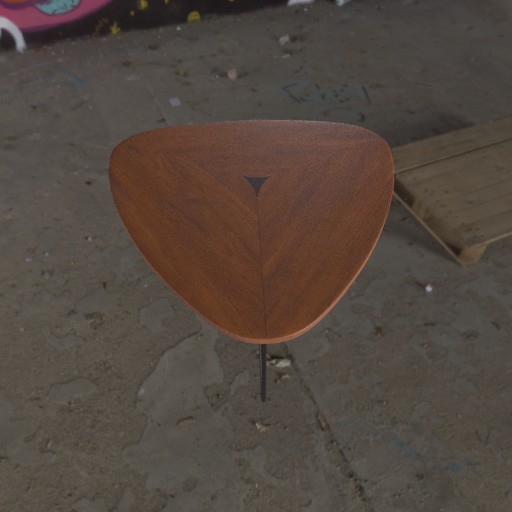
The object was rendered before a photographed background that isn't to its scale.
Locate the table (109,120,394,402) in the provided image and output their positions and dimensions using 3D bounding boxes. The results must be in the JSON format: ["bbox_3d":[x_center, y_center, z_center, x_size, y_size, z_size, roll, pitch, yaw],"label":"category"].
[{"bbox_3d":[0.000,0.000,1.318,0.833,0.413,0.821,-2,48,-2],"label":"table"}]
